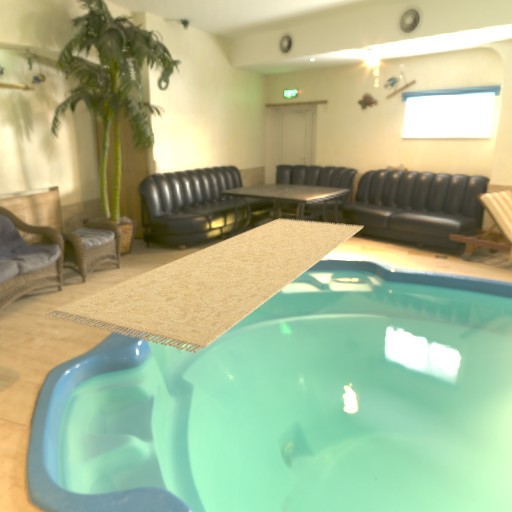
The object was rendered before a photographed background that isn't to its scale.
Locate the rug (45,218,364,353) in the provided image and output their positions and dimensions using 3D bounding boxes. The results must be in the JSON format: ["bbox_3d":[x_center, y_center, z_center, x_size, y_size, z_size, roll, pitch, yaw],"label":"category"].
[{"bbox_3d":[0.000,0.000,2.859,0.795,0.015,2.544,8,17,26],"label":"rug"}]
